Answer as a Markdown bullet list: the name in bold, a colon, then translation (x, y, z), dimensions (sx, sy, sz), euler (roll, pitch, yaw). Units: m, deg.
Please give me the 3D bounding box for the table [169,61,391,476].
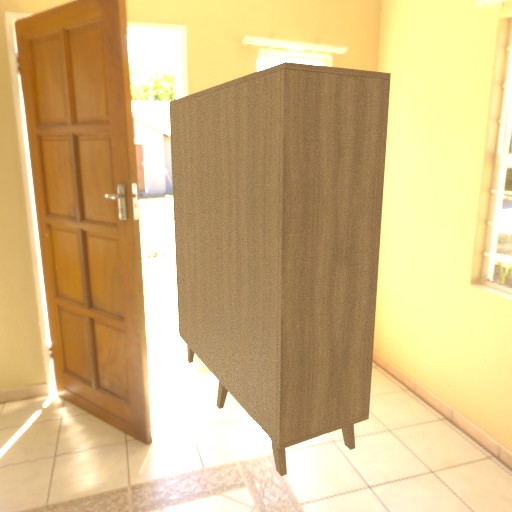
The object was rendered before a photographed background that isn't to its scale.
- **table**: translation (0.000, 0.000, 1.968), dimensions (0.398, 1.388, 1.111), euler (-7, 15, -27)
